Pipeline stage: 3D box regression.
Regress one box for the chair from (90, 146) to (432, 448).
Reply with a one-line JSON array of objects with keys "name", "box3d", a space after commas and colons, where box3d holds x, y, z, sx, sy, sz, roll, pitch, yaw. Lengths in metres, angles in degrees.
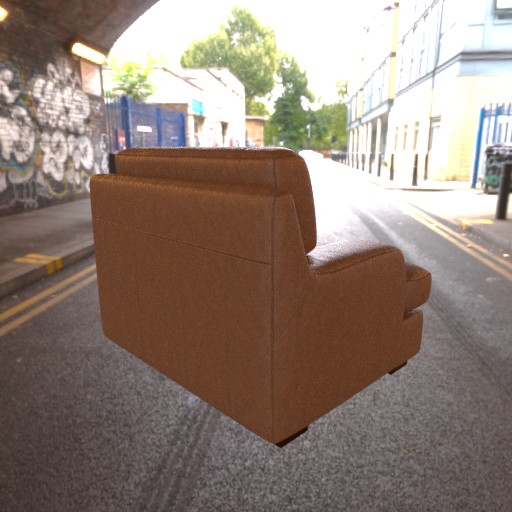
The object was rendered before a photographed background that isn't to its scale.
[{"name": "chair", "box3d": [0.000, 0.000, 2.042, 1.050, 0.978, 1.276, -13, 19, -42]}]
